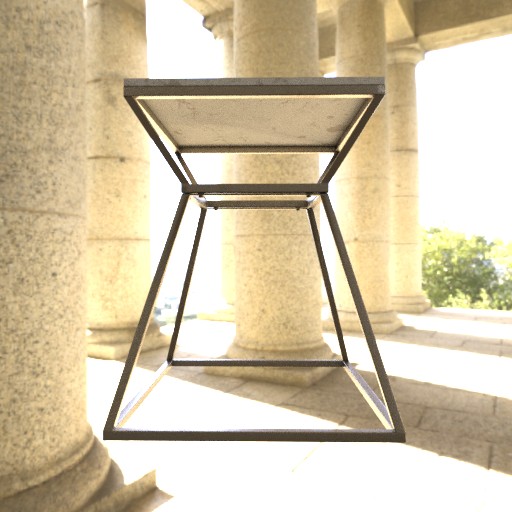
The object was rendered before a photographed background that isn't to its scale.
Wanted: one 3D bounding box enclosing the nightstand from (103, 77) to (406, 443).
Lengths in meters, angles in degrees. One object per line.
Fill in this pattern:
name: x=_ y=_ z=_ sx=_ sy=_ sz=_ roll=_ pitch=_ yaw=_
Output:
nightstand: x=0.000 y=0.000 z=0.888 sx=0.455 sy=0.554 sz=0.455 roll=0 pitch=0 yaw=1
